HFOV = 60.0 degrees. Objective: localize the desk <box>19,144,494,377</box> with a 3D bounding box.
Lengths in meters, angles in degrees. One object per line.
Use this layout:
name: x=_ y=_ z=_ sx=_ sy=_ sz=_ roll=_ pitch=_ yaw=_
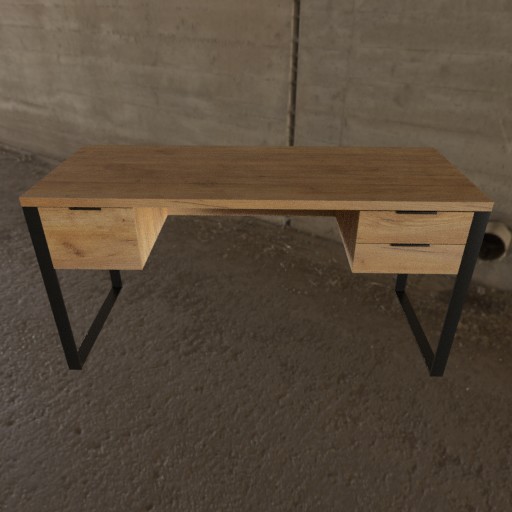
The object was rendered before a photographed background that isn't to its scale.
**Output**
desk: x=0.000 y=0.000 z=1.864 sx=1.520 sy=0.760 sz=0.600 roll=1 pitch=30 yaw=1
